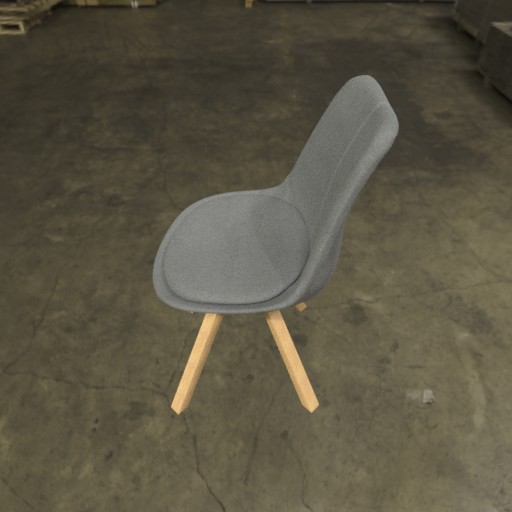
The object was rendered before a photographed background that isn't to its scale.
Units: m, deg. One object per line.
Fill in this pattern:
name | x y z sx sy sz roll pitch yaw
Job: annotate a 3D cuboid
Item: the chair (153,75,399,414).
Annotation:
chair | 0.000 0.000 1.185 0.549 0.863 0.474 0 42 0
